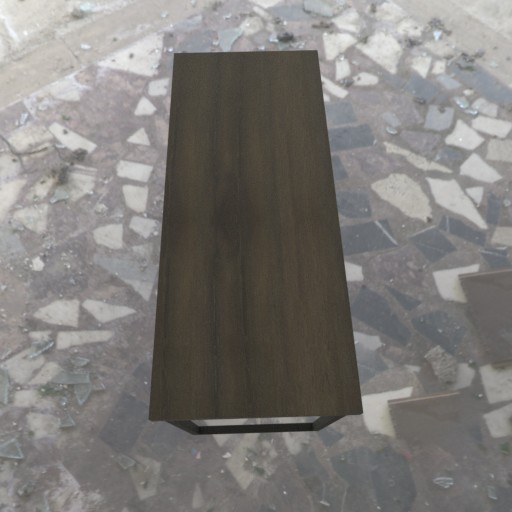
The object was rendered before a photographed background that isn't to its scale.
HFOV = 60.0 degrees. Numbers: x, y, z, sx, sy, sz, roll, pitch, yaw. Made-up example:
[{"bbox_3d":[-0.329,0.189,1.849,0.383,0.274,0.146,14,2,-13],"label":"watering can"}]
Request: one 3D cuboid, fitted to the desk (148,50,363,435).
[{"bbox_3d":[0.000,0.000,1.555,0.511,0.752,1.134,-2,65,-1],"label":"desk"}]
